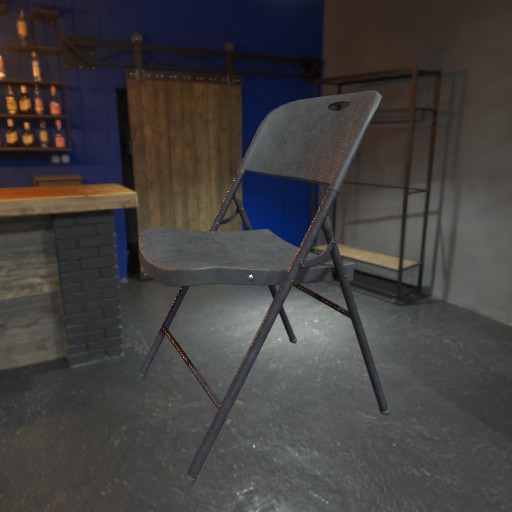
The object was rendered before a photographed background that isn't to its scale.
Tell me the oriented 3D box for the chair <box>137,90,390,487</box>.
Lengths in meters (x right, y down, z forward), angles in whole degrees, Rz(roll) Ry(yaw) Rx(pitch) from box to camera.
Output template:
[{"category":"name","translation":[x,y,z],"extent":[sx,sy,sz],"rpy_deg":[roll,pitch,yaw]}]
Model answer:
[{"category":"chair","translation":[0.000,0.000,1.145],"extent":[0.566,0.810,0.494],"rpy_deg":[-8,17,-26]}]
